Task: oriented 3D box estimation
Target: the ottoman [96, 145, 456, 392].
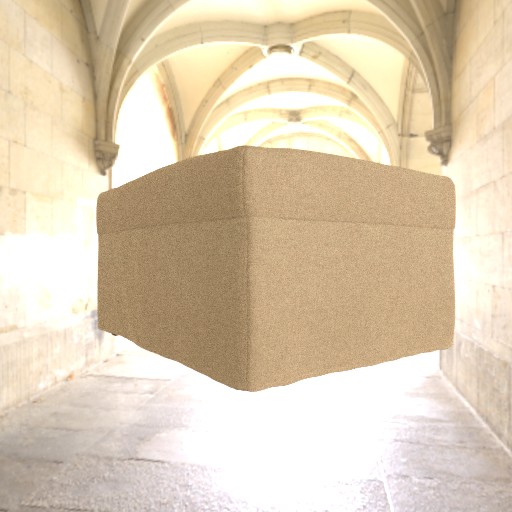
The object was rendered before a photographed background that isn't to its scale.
[{"bbox_3d":[0.000,0.000,1.241,0.650,0.485,0.833,0,0,-36],"label":"ottoman"}]
